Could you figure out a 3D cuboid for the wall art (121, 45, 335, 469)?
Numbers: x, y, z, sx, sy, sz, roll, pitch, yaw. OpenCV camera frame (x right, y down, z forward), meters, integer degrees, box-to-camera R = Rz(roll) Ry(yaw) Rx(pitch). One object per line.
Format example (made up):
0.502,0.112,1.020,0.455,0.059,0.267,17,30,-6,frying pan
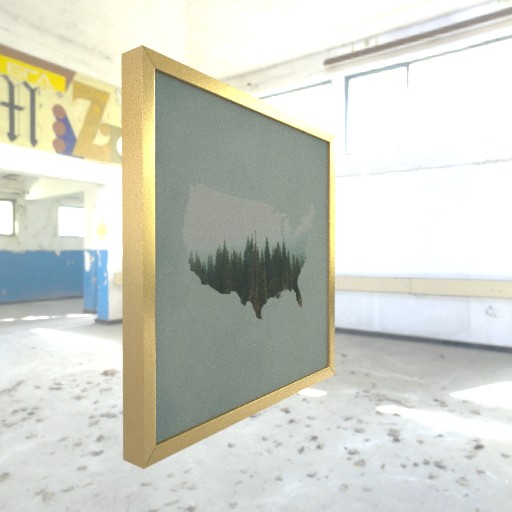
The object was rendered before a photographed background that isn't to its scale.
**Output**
0.000,0.000,0.748,0.040,0.509,0.509,1,1,37,wall art
